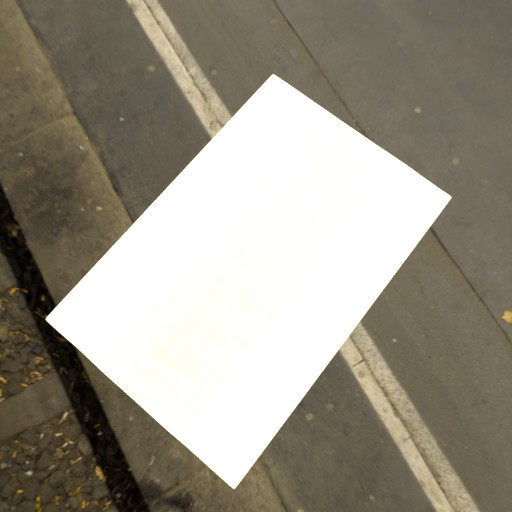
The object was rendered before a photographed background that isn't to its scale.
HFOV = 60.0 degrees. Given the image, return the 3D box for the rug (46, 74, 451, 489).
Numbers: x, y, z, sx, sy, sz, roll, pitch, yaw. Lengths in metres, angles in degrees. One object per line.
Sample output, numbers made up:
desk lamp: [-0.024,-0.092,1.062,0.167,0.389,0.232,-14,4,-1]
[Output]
rug: [0.000,0.000,2.311,1.234,0.006,1.850,38,78,9]
